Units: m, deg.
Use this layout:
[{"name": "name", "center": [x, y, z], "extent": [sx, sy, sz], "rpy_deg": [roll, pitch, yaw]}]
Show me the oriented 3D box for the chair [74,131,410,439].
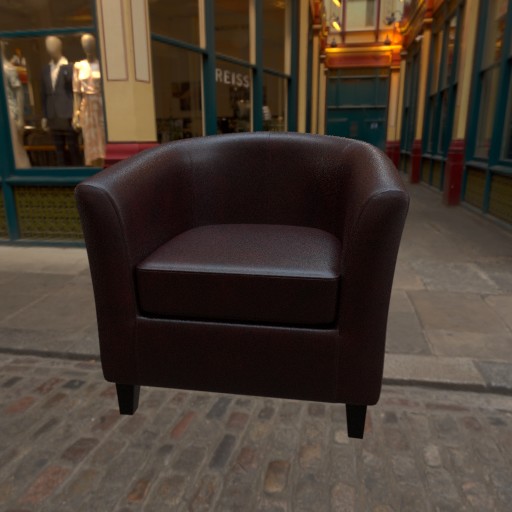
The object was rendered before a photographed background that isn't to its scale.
[{"name": "chair", "center": [0.000, 0.000, 1.389], "extent": [0.792, 0.756, 0.727], "rpy_deg": [2, 15, 9]}]
